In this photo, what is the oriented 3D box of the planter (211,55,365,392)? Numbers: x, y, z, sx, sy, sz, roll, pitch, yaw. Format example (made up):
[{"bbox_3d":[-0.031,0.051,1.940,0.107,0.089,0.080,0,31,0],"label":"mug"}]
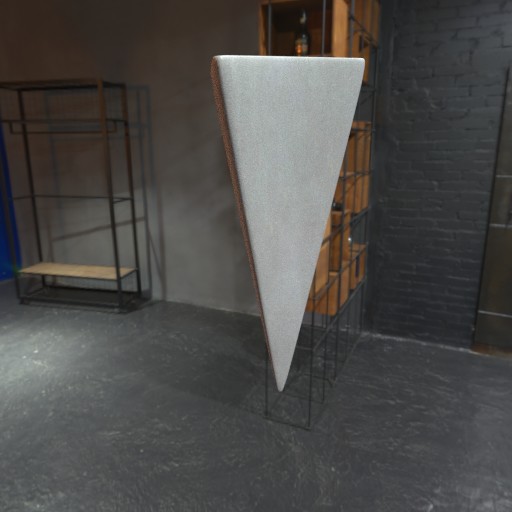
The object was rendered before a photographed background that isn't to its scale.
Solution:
[{"bbox_3d":[0.000,0.000,0.154,0.058,0.130,0.047,7,16,26],"label":"planter"}]
